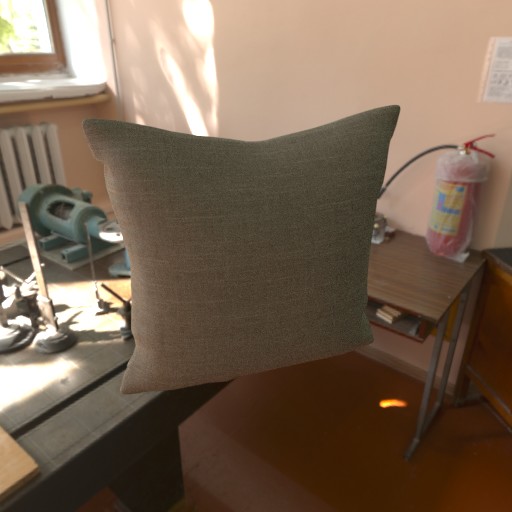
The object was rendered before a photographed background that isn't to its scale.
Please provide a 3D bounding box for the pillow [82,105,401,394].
[{"bbox_3d":[0.000,0.000,0.635,0.424,0.400,0.169,-8,27,-16],"label":"pillow"}]
